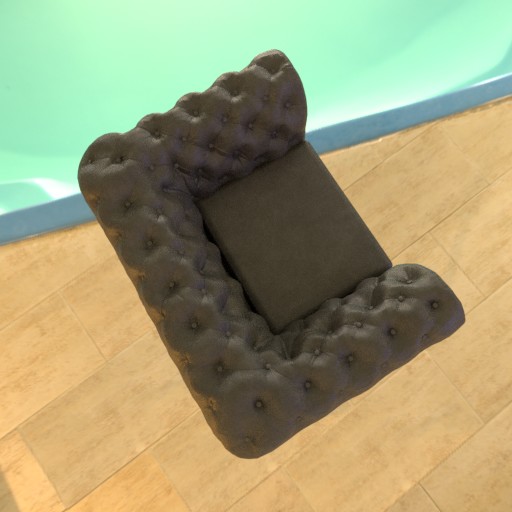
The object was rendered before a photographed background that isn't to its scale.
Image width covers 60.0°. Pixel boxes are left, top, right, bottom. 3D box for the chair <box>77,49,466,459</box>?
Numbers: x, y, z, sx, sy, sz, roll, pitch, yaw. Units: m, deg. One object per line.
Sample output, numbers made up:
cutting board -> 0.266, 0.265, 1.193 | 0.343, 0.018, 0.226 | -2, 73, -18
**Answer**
chair -> 0.000, 0.000, 1.873 | 0.943, 0.780, 1.298 | -30, 79, -7
